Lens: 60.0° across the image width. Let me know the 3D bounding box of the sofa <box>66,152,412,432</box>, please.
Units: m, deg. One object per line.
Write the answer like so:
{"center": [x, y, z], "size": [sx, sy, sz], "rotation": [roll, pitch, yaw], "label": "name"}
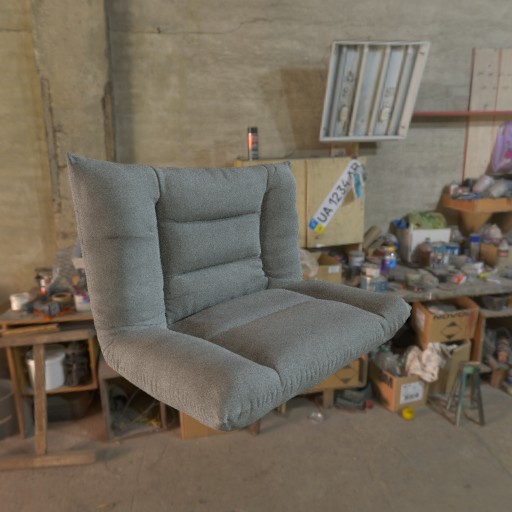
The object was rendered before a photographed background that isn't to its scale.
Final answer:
{"center": [0.000, 0.000, 1.745], "size": [0.847, 0.795, 1.144], "rotation": [13, 19, 43], "label": "sofa"}
